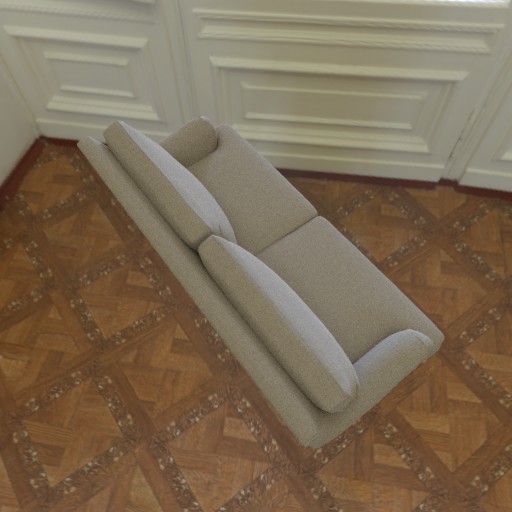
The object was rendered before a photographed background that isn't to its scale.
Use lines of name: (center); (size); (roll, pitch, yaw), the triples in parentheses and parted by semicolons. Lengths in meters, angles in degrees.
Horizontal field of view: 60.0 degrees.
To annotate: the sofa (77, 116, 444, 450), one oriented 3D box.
sofa: (0.000, 0.000, 2.728); (1.087, 1.054, 2.160); (-33, 64, -18)
